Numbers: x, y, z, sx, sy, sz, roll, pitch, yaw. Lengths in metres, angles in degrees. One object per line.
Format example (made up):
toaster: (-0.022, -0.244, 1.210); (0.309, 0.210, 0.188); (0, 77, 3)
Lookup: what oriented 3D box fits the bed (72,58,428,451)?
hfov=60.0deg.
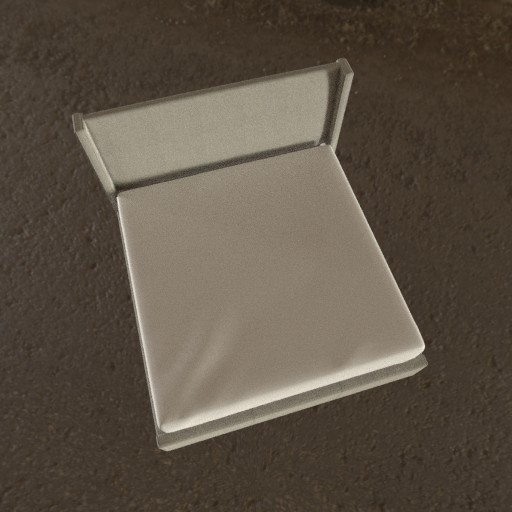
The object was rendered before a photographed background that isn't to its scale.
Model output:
bed: (0.000, 0.000, 3.523); (2.140, 1.470, 2.280); (-15, 64, -7)
